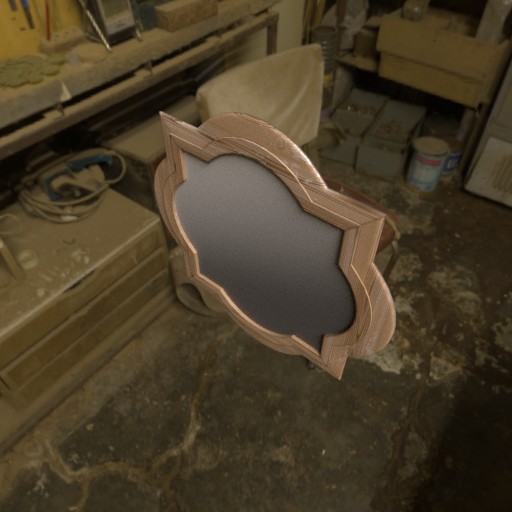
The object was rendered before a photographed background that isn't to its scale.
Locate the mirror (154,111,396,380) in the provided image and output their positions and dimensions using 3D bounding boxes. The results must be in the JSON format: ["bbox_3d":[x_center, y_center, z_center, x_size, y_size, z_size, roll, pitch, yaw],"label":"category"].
[{"bbox_3d":[0.000,0.000,1.043,0.686,0.686,0.019,31,53,26],"label":"mirror"}]
